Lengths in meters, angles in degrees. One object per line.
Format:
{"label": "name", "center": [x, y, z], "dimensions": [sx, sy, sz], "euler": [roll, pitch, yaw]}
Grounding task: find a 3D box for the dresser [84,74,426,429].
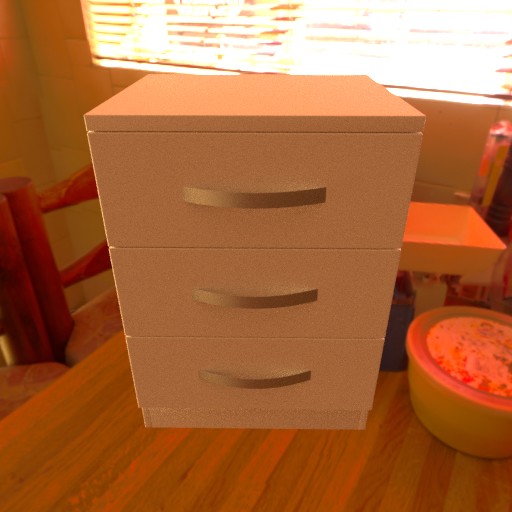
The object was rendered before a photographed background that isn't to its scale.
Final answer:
{"label": "dresser", "center": [0.000, 0.000, 0.794], "dimensions": [0.400, 0.560, 0.360], "euler": [0, 30, 1]}
